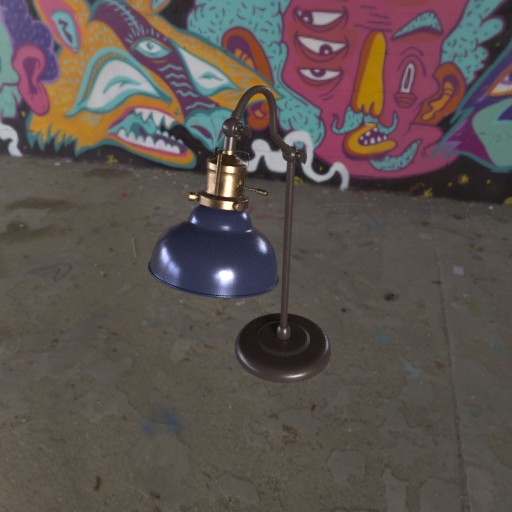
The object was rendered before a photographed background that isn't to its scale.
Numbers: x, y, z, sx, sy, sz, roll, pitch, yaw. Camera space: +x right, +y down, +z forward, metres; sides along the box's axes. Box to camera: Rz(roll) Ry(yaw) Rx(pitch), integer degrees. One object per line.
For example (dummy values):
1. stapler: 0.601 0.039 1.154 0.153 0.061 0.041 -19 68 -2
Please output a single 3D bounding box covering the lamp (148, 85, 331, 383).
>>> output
1. lamp: 0.000 0.000 0.700 0.192 0.508 0.374 20 35 31
